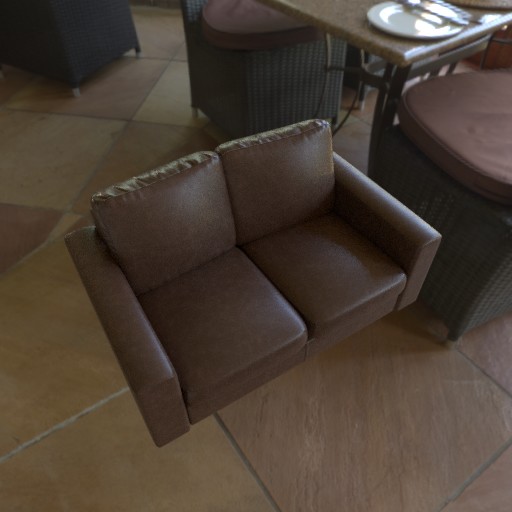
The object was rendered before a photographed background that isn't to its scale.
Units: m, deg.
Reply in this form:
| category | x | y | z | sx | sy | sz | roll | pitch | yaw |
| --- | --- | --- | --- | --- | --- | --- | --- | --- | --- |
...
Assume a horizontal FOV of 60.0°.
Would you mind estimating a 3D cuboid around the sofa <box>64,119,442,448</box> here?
| category | x | y | z | sx | sy | sz | roll | pitch | yaw |
| --- | --- | --- | --- | --- | --- | --- | --- | --- | --- |
| sofa | 0.000 | 0.000 | 2.263 | 1.616 | 0.873 | 1.016 | -24 | 51 | -21 |
